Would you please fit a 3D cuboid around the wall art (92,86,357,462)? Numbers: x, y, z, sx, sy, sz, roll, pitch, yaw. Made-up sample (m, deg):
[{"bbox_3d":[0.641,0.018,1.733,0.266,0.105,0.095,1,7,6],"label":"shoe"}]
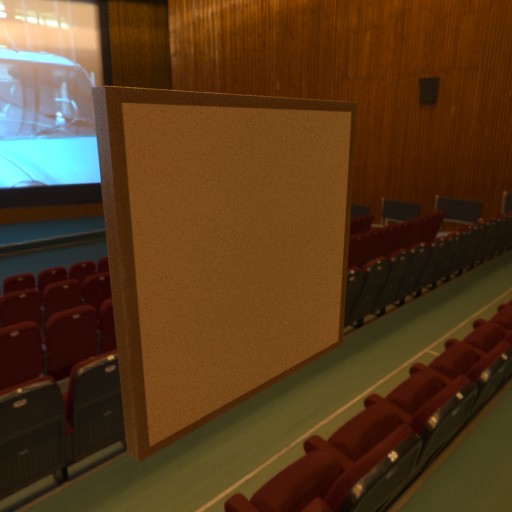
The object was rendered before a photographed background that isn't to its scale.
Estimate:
[{"bbox_3d":[0.000,0.000,0.751,0.510,0.509,0.033,-16,22,-43],"label":"wall art"}]
